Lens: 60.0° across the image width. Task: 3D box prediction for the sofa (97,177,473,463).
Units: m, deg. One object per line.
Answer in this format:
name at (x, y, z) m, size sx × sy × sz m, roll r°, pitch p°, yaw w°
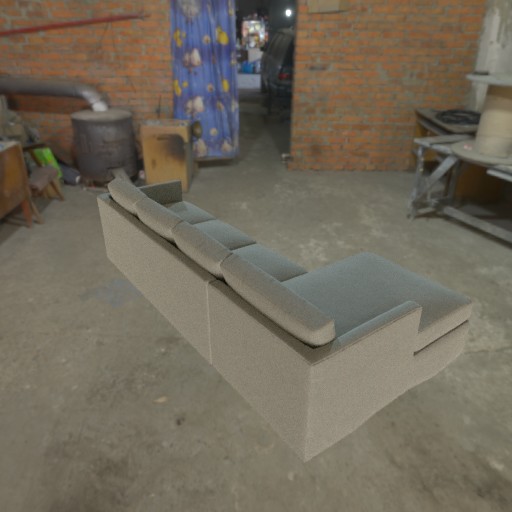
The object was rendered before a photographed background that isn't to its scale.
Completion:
sofa at (0.000, 0.000, 3.877) m, size 1.650 × 0.922 × 3.205 m, roll -19°, pitch 32°, yaw -32°
